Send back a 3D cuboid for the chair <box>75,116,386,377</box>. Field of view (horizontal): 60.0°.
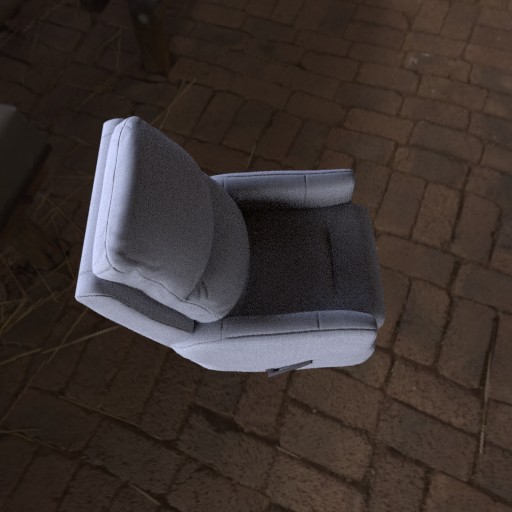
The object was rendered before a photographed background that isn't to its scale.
[{"bbox_3d":[0.000,0.000,1.804,1.080,1.030,0.829,-1,64,-1],"label":"chair"}]
